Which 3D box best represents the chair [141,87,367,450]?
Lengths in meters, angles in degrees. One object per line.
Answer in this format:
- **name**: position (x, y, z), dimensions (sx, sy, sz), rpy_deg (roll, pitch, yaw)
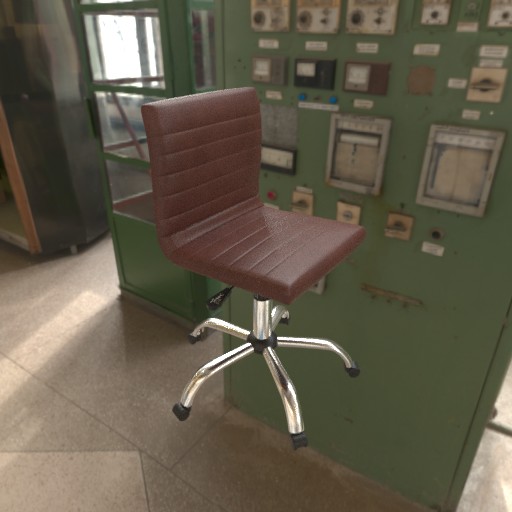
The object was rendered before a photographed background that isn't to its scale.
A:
- **chair**: position (0.000, 0.000, 1.152), dimensions (0.530, 0.780, 0.556), rpy_deg (18, 32, 31)
